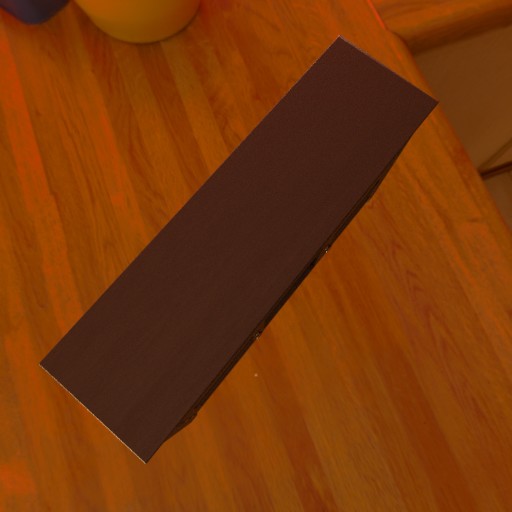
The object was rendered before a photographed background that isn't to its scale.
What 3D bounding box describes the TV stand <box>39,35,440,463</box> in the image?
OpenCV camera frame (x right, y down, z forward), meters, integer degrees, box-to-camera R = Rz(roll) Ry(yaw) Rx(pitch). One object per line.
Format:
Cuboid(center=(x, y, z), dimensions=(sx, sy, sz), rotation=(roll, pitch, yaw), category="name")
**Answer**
Cuboid(center=(0.000, 0.000, 1.464), dimensions=(0.347, 0.681, 1.198), rotation=(38, 78, 9), category="TV stand")
